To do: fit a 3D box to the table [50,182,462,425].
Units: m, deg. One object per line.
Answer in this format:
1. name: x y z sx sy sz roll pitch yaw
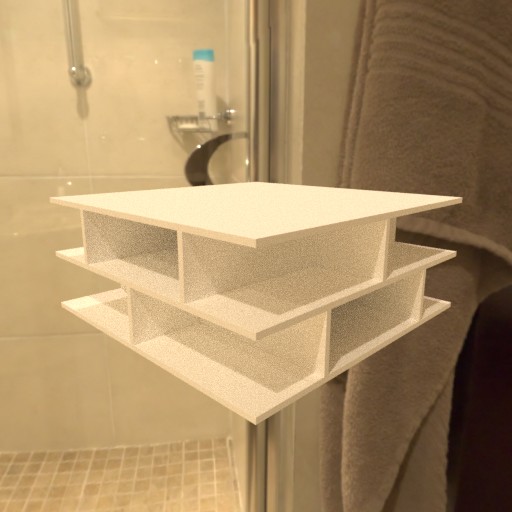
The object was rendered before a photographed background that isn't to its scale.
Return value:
1. table: 0.000 0.000 1.097 0.700 0.289 0.700 -13 19 -43
